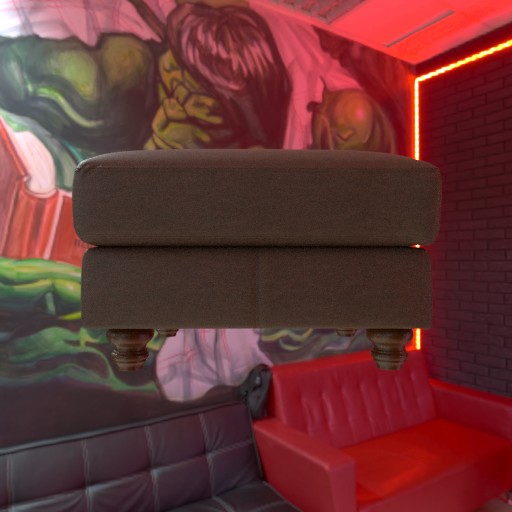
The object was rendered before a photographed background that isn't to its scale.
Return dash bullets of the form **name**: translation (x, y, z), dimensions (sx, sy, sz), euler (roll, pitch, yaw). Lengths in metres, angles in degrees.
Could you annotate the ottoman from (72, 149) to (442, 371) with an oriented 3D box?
- **ottoman**: translation (0.000, 0.000, 1.203), dimensions (0.787, 0.508, 0.635), euler (0, -1, -1)
